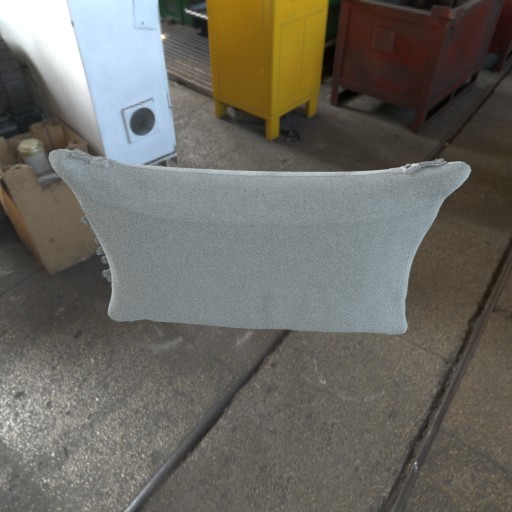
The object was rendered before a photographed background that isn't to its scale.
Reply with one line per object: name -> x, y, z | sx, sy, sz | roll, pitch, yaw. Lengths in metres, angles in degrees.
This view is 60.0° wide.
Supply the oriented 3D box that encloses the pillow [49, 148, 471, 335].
pillow -> 0.000, 0.000, 0.587 | 0.466, 0.305, 0.084 | 2, 44, 2
